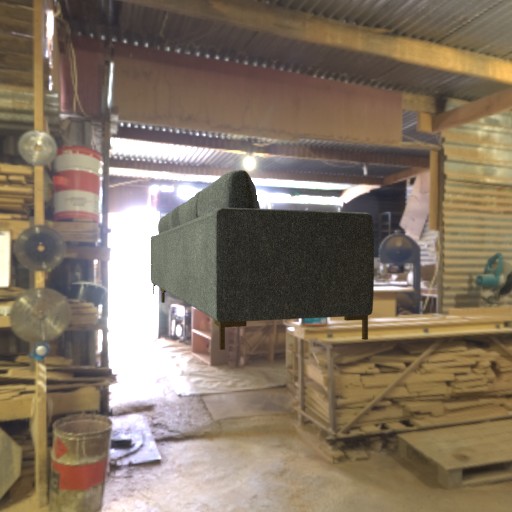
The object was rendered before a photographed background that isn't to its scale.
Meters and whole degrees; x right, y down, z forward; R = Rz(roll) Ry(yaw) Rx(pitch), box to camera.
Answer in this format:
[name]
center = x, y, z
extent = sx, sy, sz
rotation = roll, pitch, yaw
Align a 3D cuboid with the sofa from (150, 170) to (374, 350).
[sofa]
center = 0.000, 0.000, 3.468
extent = 1.350, 0.810, 2.932
rotation = 0, 0, -19
